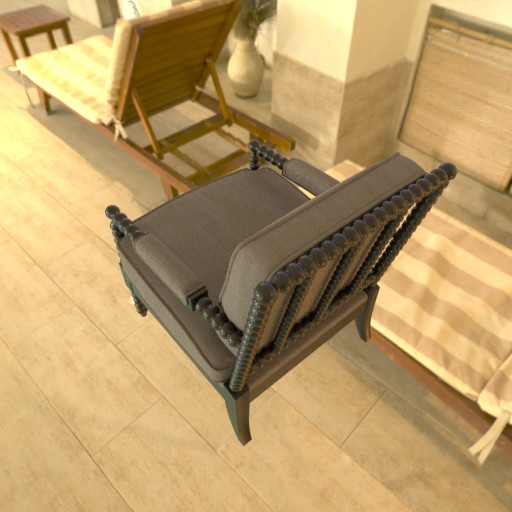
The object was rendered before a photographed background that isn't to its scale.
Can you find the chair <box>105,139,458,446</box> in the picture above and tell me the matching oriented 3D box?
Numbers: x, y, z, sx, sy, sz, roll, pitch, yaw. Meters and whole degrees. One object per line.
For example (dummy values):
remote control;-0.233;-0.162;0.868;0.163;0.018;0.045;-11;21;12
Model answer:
chair;0.000;0.000;1.120;0.540;0.661;0.622;-32;54;-27
